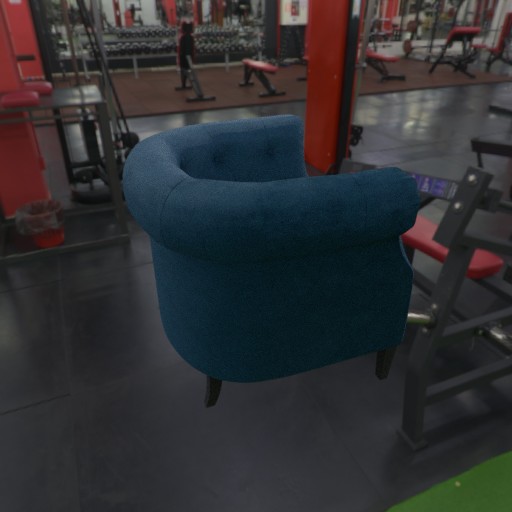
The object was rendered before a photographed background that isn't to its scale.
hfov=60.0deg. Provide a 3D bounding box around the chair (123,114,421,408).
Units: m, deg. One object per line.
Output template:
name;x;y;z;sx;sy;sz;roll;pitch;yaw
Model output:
chair;0.000;0.000;1.624;0.851;0.826;0.904;-11;32;-18
